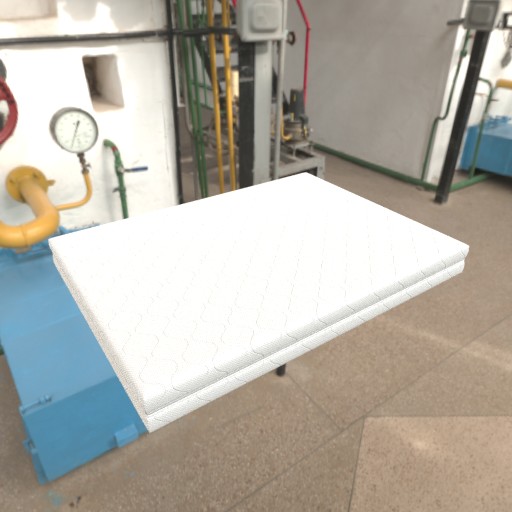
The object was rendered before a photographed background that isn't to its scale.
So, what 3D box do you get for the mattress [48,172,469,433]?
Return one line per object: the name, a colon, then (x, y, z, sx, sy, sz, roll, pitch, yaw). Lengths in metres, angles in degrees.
mattress: (0.000, 0.000, 2.512, 1.900, 0.200, 1.400, -19, 36, -29)
